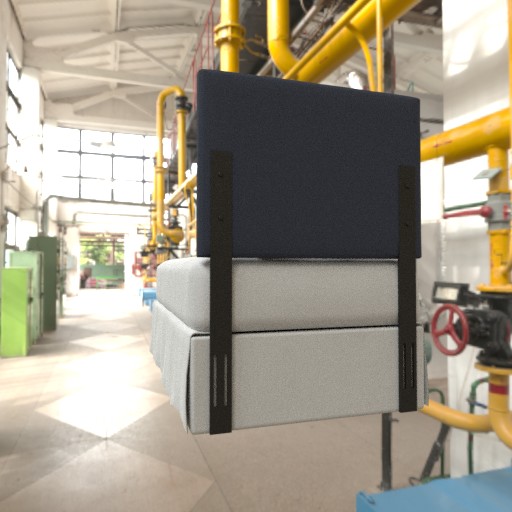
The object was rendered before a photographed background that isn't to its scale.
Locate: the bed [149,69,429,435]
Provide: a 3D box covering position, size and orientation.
[{"bbox_3d":[0.000,0.000,2.983,1.261,1.571,1.997,0,-1,-18],"label":"bed"}]
